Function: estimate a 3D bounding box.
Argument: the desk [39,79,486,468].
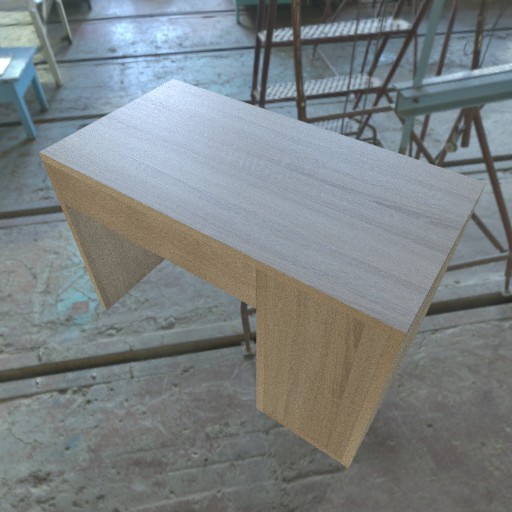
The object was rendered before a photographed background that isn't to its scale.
[{"bbox_3d":[0.000,0.000,1.492,1.100,0.731,0.600,26,51,23],"label":"desk"}]
